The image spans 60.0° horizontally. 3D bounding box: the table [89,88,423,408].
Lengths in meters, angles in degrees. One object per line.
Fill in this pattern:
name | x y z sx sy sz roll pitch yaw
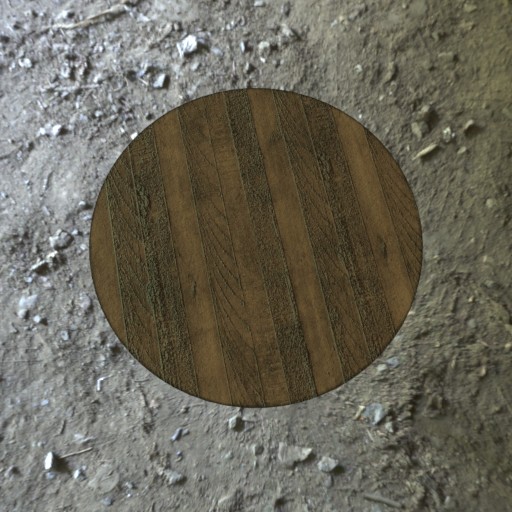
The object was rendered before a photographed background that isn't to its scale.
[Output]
table | 0.000 0.000 1.338 0.837 0.462 0.837 0 75 0
